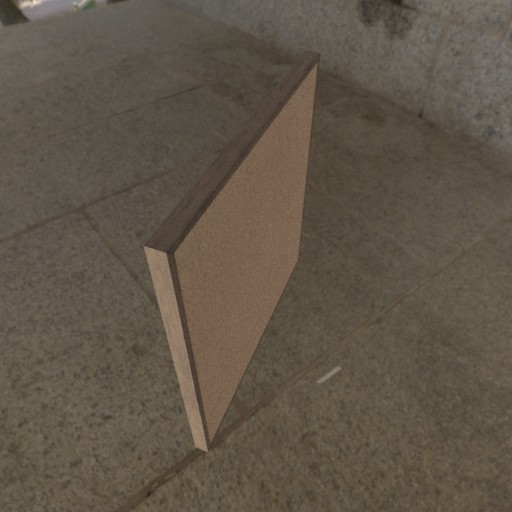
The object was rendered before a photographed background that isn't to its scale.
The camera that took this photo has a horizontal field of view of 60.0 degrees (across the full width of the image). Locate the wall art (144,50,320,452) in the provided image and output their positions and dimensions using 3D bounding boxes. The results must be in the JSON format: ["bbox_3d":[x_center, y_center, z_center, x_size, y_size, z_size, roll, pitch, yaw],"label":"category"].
[{"bbox_3d":[0.000,0.000,1.154,0.038,0.762,0.762,17,48,15],"label":"wall art"}]
